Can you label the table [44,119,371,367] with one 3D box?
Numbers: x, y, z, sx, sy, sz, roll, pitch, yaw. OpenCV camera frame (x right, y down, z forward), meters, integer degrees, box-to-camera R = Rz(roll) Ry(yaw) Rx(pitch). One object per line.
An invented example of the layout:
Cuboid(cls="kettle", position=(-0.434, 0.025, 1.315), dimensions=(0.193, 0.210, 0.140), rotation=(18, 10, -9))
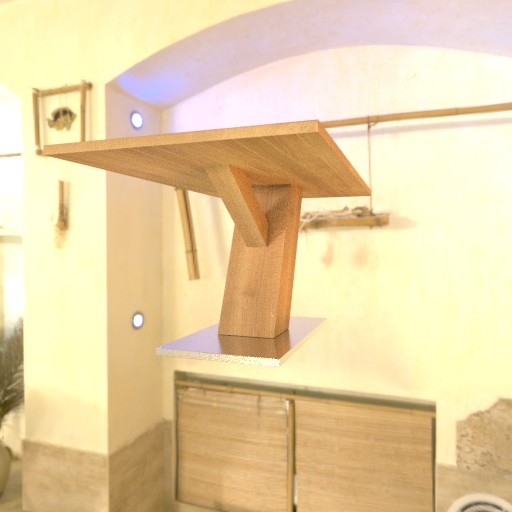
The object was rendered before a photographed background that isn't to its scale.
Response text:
Cuboid(cls="table", position=(0.000, 0.000, 2.053), dimensions=(0.900, 0.750, 1.600), rotation=(1, 2, 19))
